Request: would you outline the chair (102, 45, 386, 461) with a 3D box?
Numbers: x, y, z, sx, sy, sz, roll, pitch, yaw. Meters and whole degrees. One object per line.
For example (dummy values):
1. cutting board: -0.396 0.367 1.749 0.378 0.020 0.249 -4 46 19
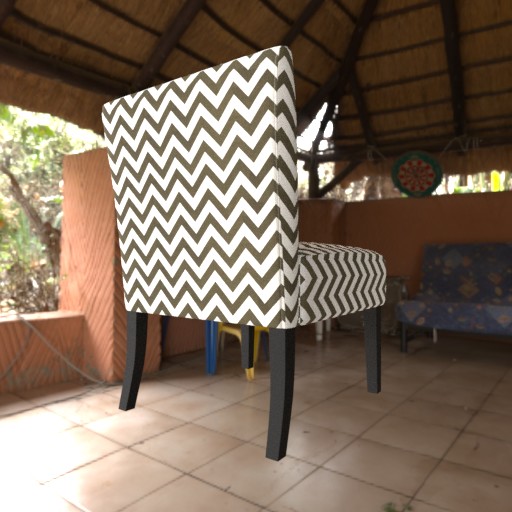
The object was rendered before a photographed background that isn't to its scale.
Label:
1. chair: 0.000 0.000 1.284 0.589 0.838 0.648 0 0 36
